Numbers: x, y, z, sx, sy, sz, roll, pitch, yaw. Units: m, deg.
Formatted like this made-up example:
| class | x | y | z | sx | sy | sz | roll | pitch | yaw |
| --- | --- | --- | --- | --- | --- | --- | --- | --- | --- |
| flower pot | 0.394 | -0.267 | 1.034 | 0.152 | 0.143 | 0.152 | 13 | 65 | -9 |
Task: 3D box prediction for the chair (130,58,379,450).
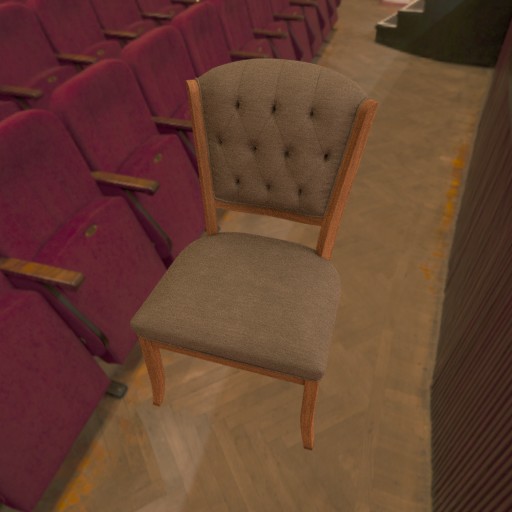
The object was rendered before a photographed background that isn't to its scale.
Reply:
| class | x | y | z | sx | sy | sz | roll | pitch | yaw |
| --- | --- | --- | --- | --- | --- | --- | --- | --- | --- |
| chair | 0.000 | 0.000 | 1.250 | 0.513 | 0.905 | 0.584 | 11 | 42 | 13 |
